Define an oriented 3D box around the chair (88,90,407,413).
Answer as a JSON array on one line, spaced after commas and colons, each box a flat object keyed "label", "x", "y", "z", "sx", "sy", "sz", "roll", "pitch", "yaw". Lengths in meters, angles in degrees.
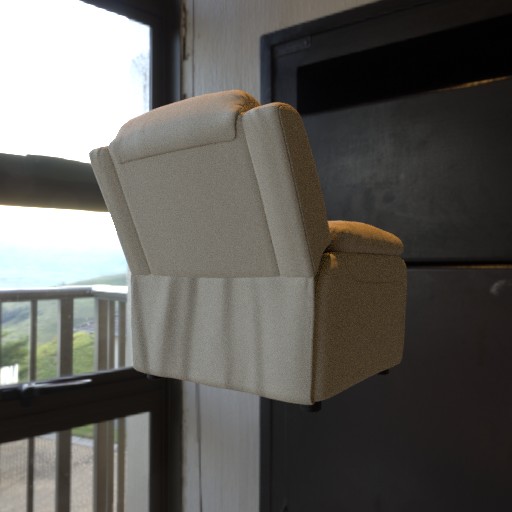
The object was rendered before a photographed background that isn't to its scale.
[{"label": "chair", "x": 0.000, "y": 0.000, "z": 1.258, "sx": 0.680, "sy": 0.702, "sz": 0.709, "roll": -1, "pitch": -2, "yaw": 35}]
